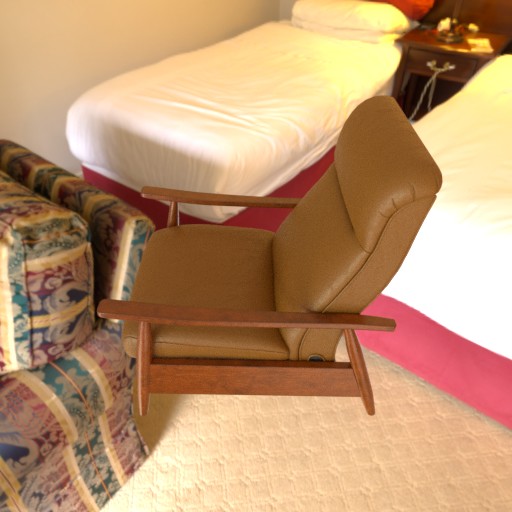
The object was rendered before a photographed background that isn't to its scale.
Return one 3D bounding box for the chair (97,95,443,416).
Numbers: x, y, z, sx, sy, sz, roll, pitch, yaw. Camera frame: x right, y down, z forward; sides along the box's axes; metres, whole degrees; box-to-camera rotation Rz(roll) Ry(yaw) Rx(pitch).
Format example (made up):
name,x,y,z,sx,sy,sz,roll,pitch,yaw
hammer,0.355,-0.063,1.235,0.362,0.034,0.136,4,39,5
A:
name,x,y,z,sx,sy,sz,roll,pitch,yaw
chair,0.000,0.000,1.741,1.014,1.082,0.762,0,40,0
